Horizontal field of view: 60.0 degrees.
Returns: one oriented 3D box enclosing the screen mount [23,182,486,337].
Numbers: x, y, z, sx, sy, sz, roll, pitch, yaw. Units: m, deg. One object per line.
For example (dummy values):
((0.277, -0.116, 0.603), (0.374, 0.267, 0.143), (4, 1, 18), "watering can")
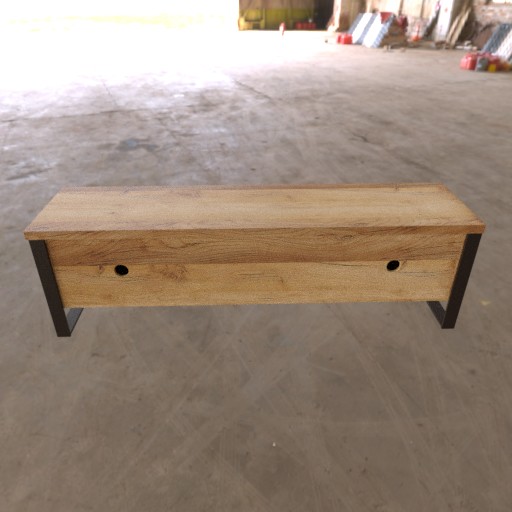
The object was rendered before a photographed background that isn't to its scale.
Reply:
((0.000, 0.000, 1.742), (1.524, 0.450, 0.395), (-1, 31, -2), "screen mount")
